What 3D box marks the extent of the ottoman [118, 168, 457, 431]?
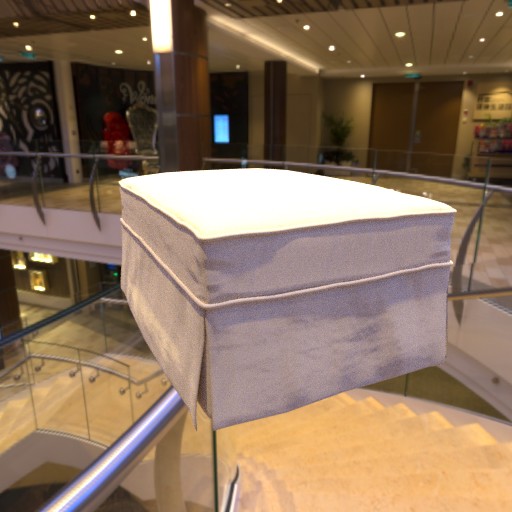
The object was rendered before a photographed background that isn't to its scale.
[{"bbox_3d":[0.000,0.000,1.345,0.703,0.479,0.944,-8,18,-25],"label":"ottoman"}]
